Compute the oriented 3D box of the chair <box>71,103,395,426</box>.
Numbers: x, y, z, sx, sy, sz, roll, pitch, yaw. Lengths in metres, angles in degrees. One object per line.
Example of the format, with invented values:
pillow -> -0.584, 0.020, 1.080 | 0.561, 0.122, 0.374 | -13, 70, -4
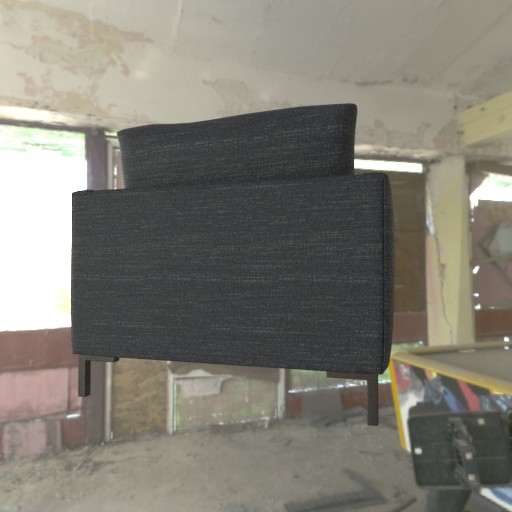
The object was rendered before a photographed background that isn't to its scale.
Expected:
chair -> 0.000, 0.000, 1.622 | 0.963, 0.861, 0.866 | 0, -2, 17
